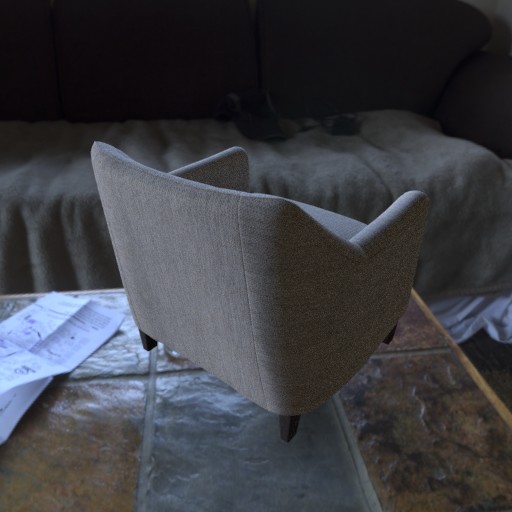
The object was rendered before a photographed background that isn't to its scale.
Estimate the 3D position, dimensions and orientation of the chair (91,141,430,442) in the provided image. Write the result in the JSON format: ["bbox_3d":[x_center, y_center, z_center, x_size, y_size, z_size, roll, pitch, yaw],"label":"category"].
[{"bbox_3d":[0.000,0.000,1.390,0.796,0.761,0.758,22,37,32],"label":"chair"}]
